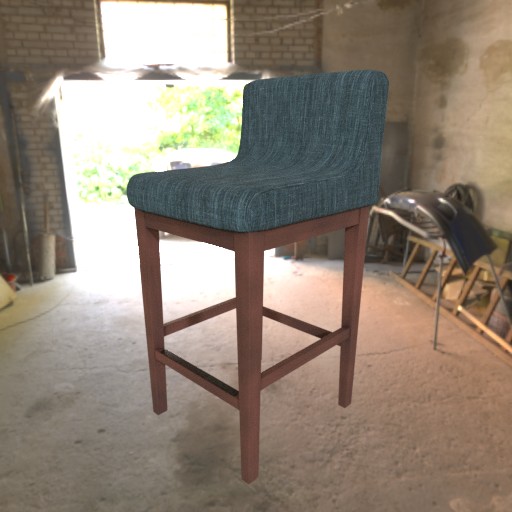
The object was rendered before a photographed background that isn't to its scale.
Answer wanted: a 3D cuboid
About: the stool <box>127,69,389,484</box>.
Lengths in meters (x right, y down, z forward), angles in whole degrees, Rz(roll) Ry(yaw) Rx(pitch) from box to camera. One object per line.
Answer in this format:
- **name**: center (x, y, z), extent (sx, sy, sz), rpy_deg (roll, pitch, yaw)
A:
- **stool**: center (0.000, 0.000, 1.061), extent (0.395, 0.835, 0.459), rpy_deg (15, 22, 42)
